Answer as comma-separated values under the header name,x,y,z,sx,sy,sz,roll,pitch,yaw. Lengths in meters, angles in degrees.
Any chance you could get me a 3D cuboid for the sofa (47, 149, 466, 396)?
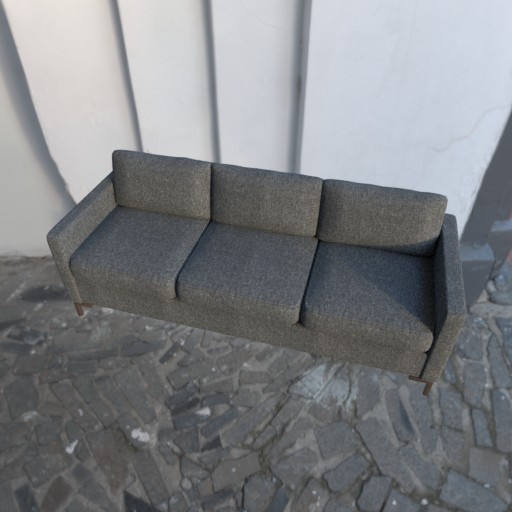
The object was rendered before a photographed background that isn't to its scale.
name,x,y,z,sx,sy,sz,roll,pitch,yaw
sofa,0.000,0.000,2.667,2.218,0.874,0.859,10,42,12
